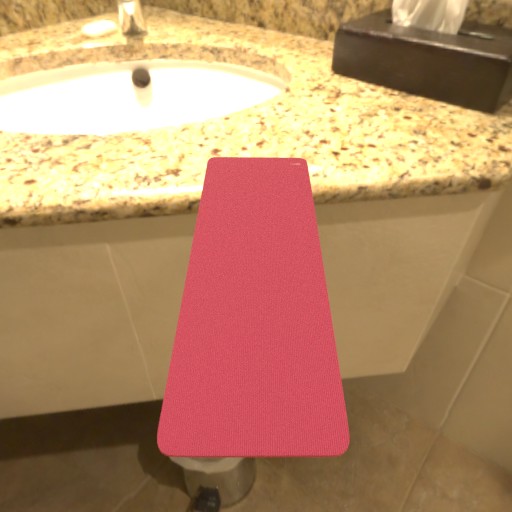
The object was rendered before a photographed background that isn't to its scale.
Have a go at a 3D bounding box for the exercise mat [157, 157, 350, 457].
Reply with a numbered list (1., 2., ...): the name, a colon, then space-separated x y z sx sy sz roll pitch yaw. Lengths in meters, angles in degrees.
1. exercise mat: 0.000 0.000 2.078 0.616 0.021 1.884 0 41 0
